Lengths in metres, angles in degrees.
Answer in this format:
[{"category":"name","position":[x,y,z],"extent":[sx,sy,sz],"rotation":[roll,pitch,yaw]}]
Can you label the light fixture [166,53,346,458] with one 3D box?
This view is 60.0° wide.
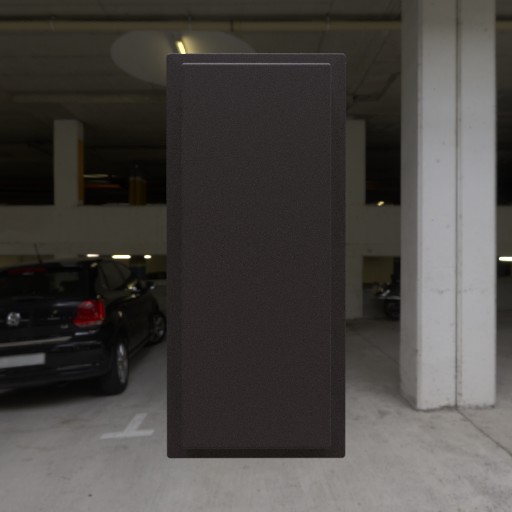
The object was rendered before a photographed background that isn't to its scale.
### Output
[{"category":"light fixture","position":[0.000,0.000,0.436],"extent":[0.153,0.347,0.146],"rotation":[0,0,0]}]
